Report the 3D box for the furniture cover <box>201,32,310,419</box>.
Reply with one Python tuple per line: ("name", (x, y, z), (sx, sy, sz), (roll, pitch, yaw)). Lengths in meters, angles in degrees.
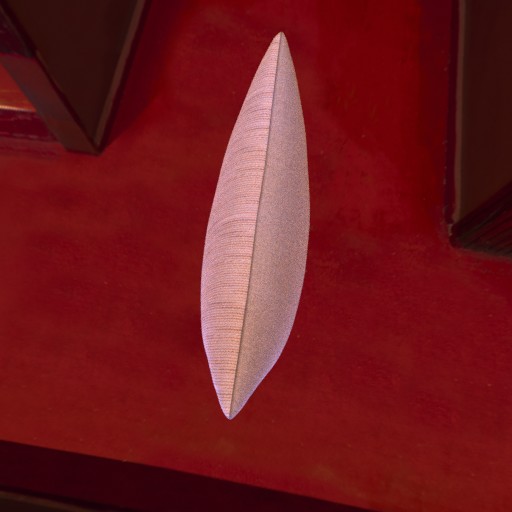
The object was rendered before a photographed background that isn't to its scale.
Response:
("furniture cover", (0.000, 0.000, 0.781), (0.178, 0.506, 0.512), (7, 75, 2))
